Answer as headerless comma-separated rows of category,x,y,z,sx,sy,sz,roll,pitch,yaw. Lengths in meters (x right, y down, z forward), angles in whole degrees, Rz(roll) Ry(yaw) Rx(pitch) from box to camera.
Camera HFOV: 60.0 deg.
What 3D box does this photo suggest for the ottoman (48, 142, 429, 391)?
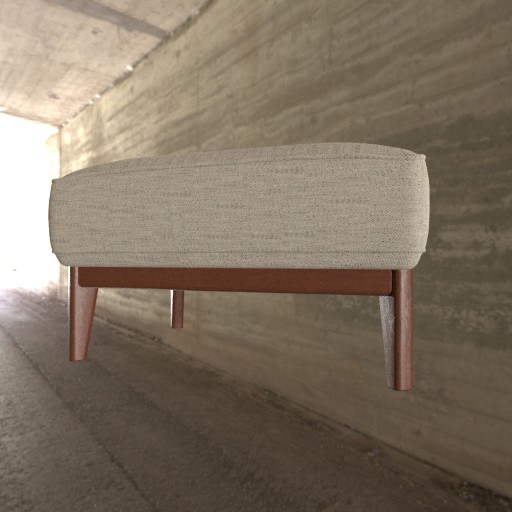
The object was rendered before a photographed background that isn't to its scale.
ottoman,0.000,0.000,1.119,0.794,0.465,0.594,0,0,18
